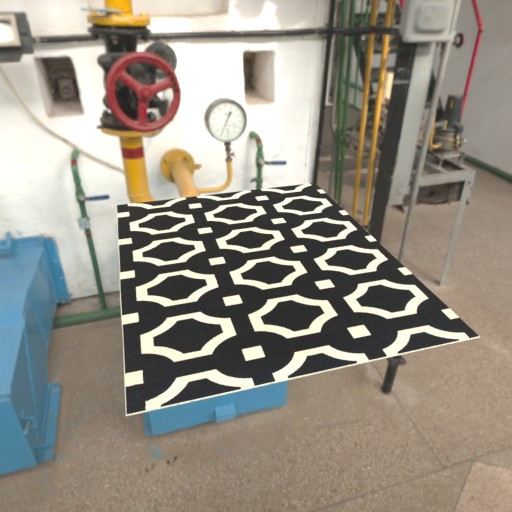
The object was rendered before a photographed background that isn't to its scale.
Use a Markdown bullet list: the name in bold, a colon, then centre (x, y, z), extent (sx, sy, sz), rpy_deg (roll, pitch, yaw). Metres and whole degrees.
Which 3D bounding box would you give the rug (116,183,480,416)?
- **rug**: centre (0.000, 0.000, 4.131), extent (2.466, 0.021, 3.049), rpy_deg (-8, 32, -14)
